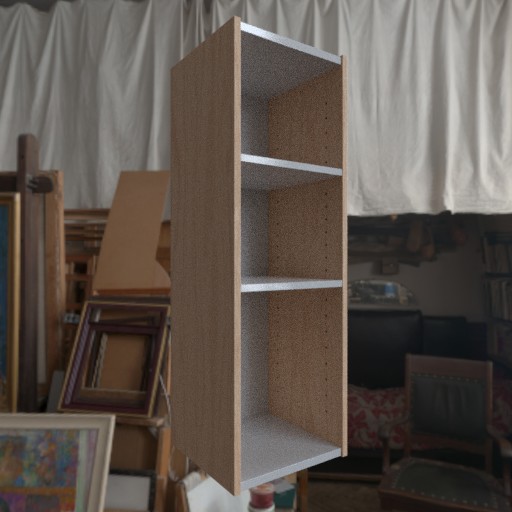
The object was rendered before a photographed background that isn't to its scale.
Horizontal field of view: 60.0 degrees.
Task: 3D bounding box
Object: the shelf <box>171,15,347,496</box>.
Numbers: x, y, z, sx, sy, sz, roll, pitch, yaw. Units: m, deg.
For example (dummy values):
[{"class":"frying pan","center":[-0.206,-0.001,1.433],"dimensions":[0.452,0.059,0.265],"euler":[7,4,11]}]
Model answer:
[{"class":"shelf","center":[0.000,0.000,1.033],"dimensions":[0.300,0.900,0.290],"euler":[0,0,-35]}]
